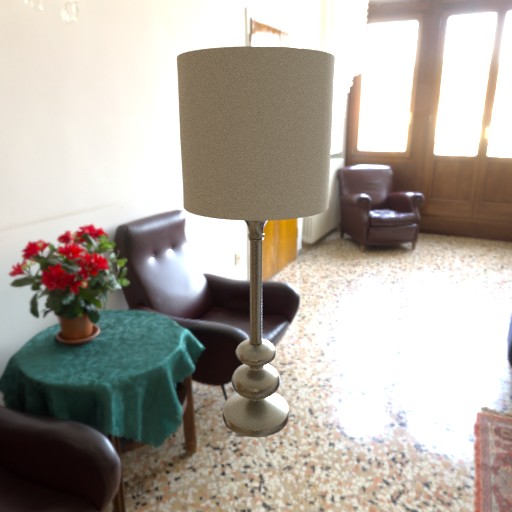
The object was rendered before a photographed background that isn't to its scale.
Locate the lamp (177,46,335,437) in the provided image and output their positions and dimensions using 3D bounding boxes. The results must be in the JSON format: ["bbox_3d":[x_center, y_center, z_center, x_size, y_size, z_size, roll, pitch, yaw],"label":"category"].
[{"bbox_3d":[0.000,0.000,0.814,0.254,0.690,0.254,-3,17,-9],"label":"lamp"}]
